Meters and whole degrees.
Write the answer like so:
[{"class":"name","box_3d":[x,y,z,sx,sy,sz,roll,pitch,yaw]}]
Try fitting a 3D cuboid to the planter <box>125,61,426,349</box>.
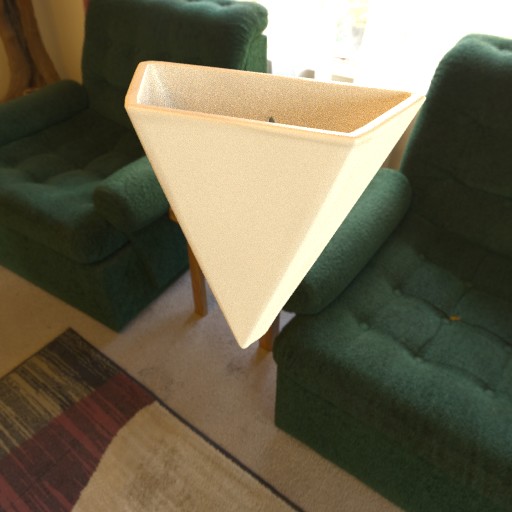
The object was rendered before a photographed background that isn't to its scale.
[{"class":"planter","box_3d":[0.000,0.000,0.270,0.150,0.197,0.060,12,43,14]}]
